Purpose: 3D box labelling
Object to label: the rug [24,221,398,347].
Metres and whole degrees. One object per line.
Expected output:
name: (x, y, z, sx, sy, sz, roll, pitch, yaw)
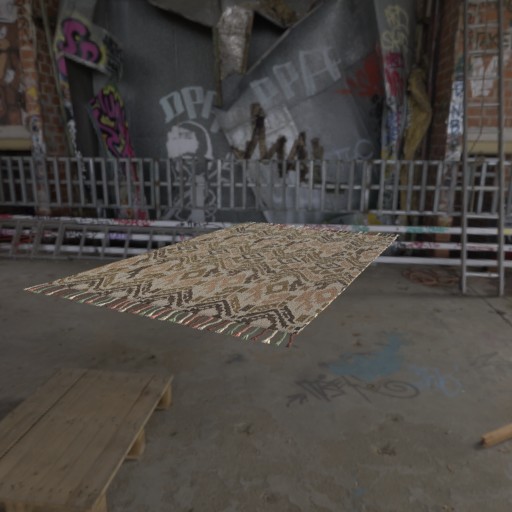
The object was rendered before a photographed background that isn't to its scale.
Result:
rug: (0.000, 0.000, 3.042, 1.524, 0.008, 2.438, 7, 16, 26)
